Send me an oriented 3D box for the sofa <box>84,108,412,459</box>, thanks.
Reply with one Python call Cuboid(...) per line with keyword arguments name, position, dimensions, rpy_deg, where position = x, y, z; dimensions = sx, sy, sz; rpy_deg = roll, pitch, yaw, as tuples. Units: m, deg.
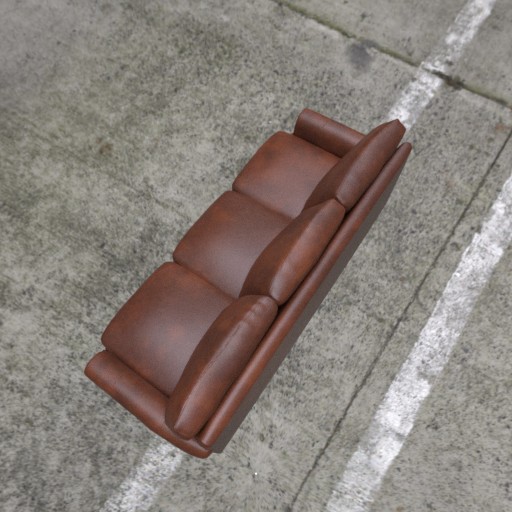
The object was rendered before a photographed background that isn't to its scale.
Cuboid(name="sofa", position=(0.000, 0.000, 2.843), dimensions=(0.973, 0.977, 2.351), rpy_deg=(32, 68, 14))
